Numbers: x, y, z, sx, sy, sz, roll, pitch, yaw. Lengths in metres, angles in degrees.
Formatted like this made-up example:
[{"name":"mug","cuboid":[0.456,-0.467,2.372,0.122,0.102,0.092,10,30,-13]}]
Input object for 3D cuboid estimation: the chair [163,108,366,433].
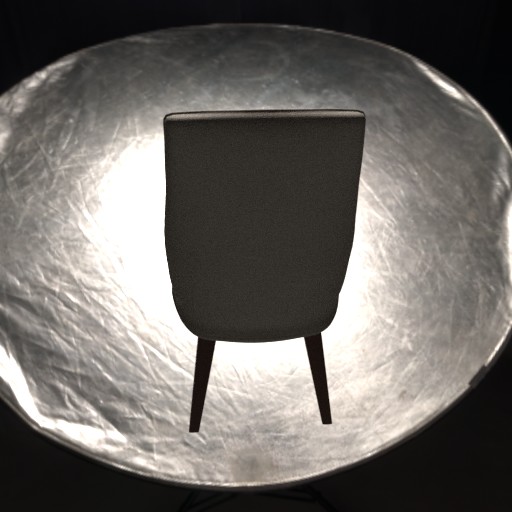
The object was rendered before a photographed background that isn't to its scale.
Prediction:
[{"name":"chair","cuboid":[0.000,0.000,1.261,0.500,0.930,0.620,-2,31,-4]}]
